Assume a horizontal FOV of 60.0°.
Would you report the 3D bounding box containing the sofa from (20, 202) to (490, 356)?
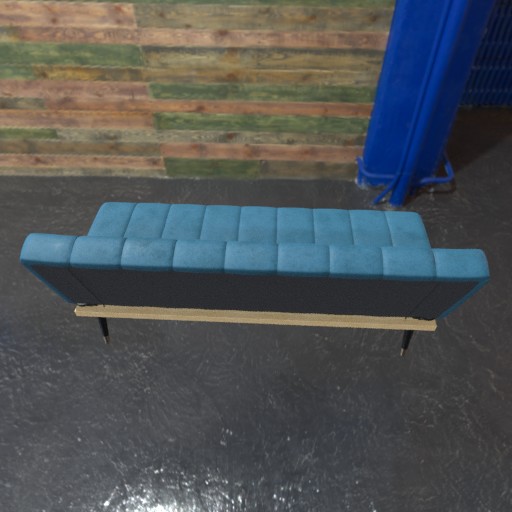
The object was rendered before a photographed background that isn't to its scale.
[{"bbox_3d":[0.000,0.000,2.233,1.810,0.825,0.830,2,48,2],"label":"sofa"}]
